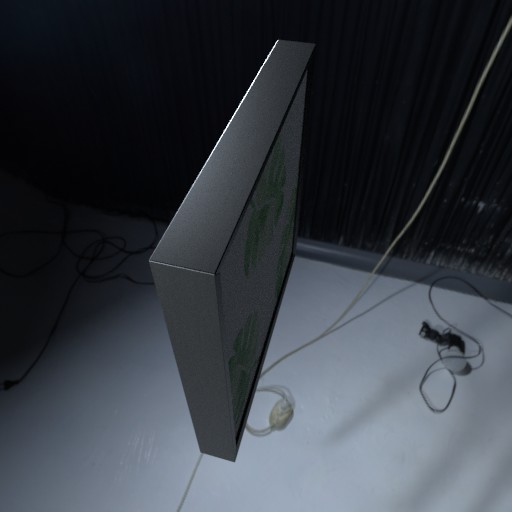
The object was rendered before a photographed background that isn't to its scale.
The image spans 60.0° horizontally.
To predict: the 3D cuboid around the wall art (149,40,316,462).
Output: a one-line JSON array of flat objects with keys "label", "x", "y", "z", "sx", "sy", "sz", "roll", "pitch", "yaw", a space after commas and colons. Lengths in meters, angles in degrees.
[{"label": "wall art", "x": 0.000, "y": 0.000, "z": 0.449, "sx": 0.038, "sy": 0.304, "sz": 0.304, "roll": 11, "pitch": 49, "yaw": 10}]
